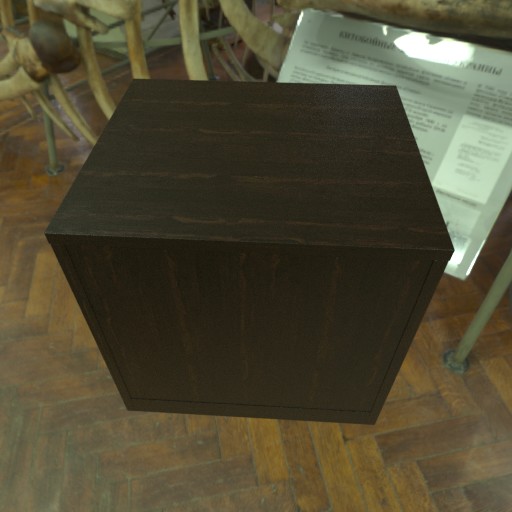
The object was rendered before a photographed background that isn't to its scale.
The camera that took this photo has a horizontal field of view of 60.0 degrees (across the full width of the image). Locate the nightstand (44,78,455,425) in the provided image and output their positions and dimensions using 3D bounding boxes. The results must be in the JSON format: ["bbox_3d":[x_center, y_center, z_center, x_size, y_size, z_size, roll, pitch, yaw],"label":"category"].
[{"bbox_3d":[0.000,0.000,0.847,0.489,0.487,0.427,2,46,2],"label":"nightstand"}]
